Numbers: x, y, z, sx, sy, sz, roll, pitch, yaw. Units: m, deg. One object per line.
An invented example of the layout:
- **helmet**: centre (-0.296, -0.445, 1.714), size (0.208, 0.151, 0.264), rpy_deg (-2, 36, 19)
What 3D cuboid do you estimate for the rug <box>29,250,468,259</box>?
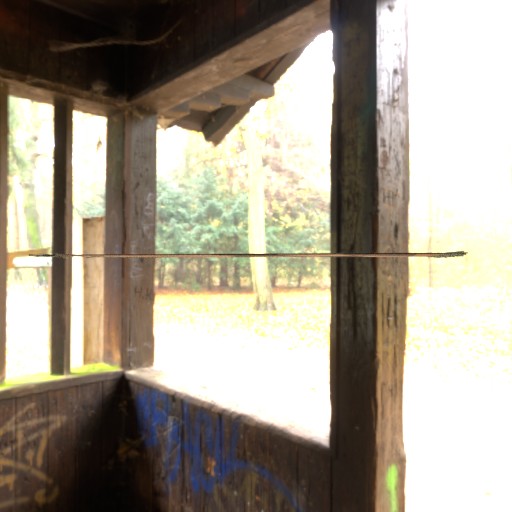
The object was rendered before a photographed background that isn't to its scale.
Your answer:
- **rug**: centre (0.000, 0.000, 2.480), size (2.021, 0.027, 1.224), rpy_deg (0, -1, 18)
